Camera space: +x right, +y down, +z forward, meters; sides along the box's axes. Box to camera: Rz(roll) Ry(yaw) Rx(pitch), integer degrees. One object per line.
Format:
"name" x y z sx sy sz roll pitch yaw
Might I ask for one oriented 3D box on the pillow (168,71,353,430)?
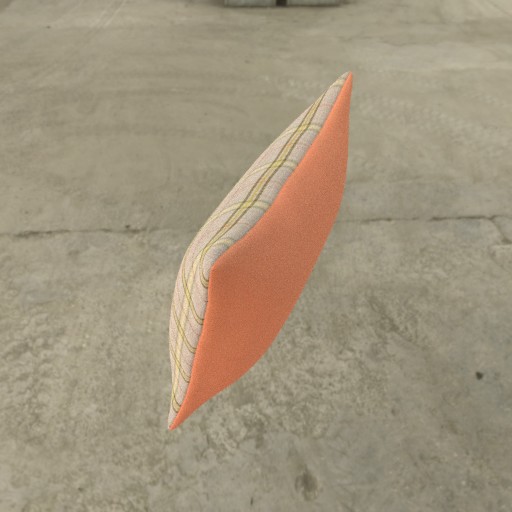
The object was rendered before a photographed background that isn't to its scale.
"pillow" 0.000 0.000 0.690 0.200 0.430 0.453 17 47 17
